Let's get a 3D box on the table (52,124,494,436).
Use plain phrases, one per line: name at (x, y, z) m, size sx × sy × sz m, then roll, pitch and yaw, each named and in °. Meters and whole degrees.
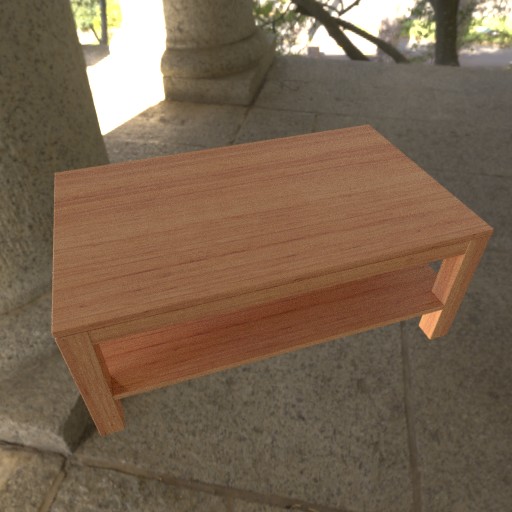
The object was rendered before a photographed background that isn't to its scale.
table at (0.000, 0.000, 1.477) m, size 1.146 × 0.457 × 0.695 m, roll -12°, pitch 43°, yaw -14°
